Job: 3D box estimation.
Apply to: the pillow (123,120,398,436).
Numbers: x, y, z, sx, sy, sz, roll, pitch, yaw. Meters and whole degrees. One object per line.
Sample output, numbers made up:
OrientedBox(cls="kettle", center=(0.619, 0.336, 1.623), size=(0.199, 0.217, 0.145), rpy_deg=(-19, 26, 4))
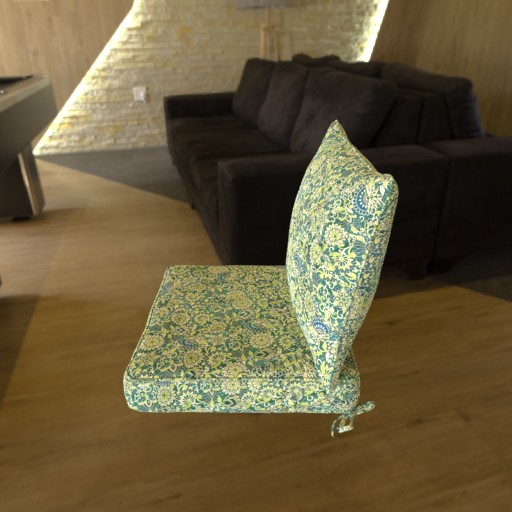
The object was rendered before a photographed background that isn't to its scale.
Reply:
OrientedBox(cls="pillow", center=(0.000, 0.000, 1.401), size=(0.740, 0.722, 0.798), rpy_deg=(0, 26, 0))
